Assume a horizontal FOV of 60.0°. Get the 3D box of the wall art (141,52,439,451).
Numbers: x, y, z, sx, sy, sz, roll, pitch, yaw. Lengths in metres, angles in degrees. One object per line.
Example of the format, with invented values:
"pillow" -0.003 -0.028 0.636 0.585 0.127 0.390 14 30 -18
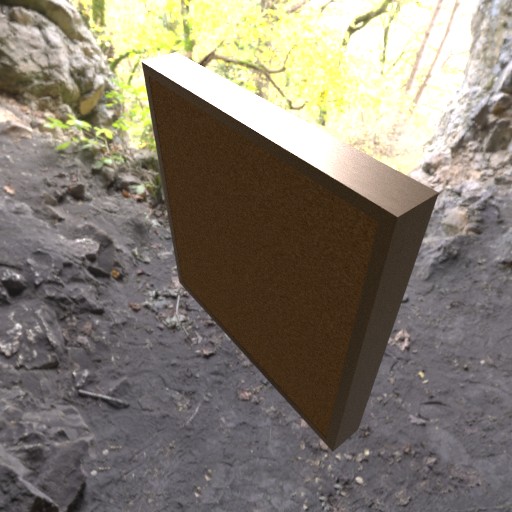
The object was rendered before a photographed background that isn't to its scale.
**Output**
"wall art" 0.000 0.000 0.446 0.038 0.305 0.304 -28 50 -27
